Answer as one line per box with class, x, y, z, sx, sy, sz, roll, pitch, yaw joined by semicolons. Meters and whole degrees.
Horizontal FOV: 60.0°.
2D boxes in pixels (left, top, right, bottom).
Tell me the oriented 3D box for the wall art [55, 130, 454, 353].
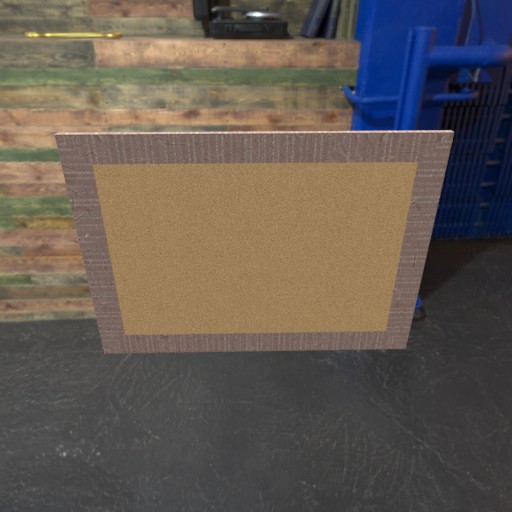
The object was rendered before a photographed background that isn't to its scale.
wall art;0.000;0.000;1.369;1.056;0.761;0.020;-1;30;-1
